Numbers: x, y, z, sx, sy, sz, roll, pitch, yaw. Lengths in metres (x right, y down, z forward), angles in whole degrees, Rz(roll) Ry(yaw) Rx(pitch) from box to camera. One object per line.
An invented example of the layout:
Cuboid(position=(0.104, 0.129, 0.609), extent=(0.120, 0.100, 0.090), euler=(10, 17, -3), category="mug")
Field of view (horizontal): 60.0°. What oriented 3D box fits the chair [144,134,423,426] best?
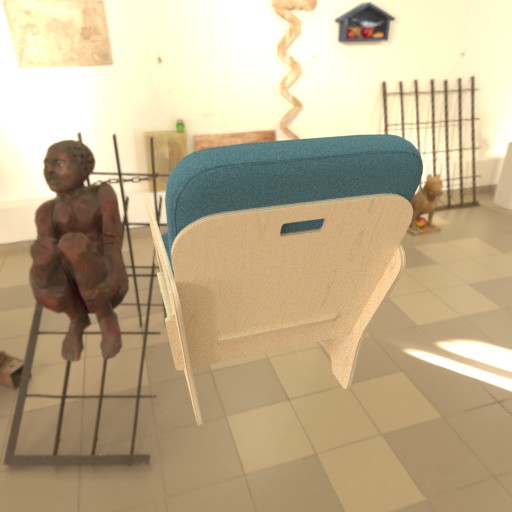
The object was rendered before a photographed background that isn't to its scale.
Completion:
Cuboid(position=(0.000, 0.000, 1.200), extent=(0.547, 0.747, 0.657), euler=(-8, 29, -16), category="chair")
